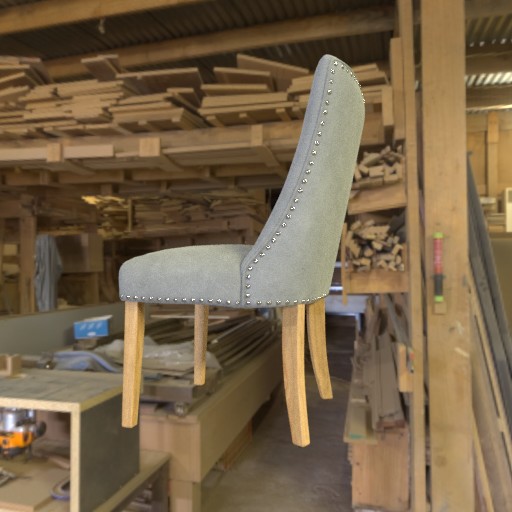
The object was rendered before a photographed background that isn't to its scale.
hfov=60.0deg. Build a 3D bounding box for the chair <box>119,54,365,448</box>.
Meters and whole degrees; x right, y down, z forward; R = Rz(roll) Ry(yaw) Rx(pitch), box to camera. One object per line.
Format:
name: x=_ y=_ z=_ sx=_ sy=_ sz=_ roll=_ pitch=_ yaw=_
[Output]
chair: x=0.000 y=0.000 z=1.276 sx=0.610 sy=0.902 sz=0.495 roll=0 pitch=-1 yaw=18
